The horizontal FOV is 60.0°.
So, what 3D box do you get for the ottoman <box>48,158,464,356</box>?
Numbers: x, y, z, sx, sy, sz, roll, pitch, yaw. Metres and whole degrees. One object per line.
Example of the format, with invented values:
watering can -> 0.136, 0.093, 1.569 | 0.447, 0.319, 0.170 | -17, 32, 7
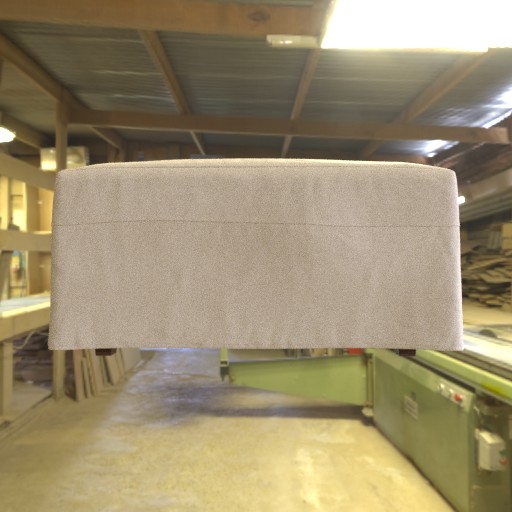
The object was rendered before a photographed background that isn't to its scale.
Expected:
ottoman -> 0.000, 0.000, 1.181 | 0.872, 0.444, 0.590 | 0, -1, 1
